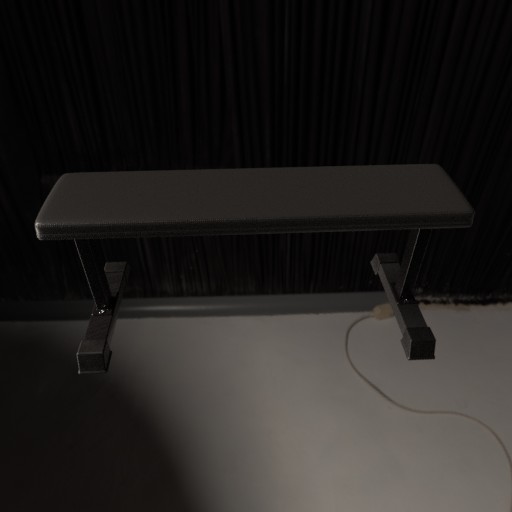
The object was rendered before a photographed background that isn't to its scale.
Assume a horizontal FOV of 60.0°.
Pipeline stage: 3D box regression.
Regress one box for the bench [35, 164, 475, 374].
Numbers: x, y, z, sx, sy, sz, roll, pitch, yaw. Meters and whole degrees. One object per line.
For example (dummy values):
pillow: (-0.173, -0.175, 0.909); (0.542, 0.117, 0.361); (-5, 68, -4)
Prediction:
bench: (0.000, 0.000, 1.281); (1.072, 0.453, 0.439); (-2, 40, -2)
